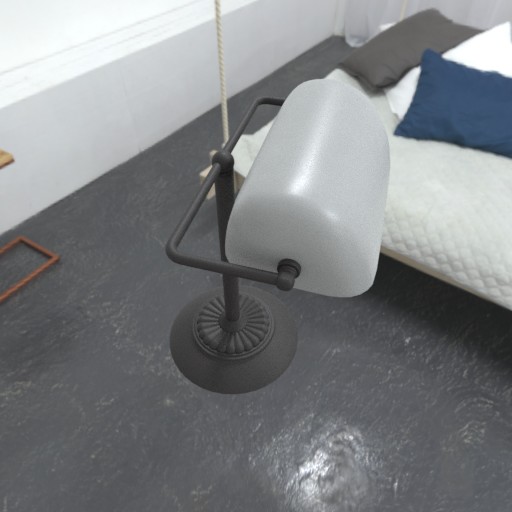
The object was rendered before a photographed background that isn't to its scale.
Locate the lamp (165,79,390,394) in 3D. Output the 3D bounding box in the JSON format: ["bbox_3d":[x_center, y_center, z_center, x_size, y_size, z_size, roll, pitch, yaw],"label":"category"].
[{"bbox_3d":[0.000,0.000,0.492,0.243,0.339,0.264,12,48,11],"label":"lamp"}]
